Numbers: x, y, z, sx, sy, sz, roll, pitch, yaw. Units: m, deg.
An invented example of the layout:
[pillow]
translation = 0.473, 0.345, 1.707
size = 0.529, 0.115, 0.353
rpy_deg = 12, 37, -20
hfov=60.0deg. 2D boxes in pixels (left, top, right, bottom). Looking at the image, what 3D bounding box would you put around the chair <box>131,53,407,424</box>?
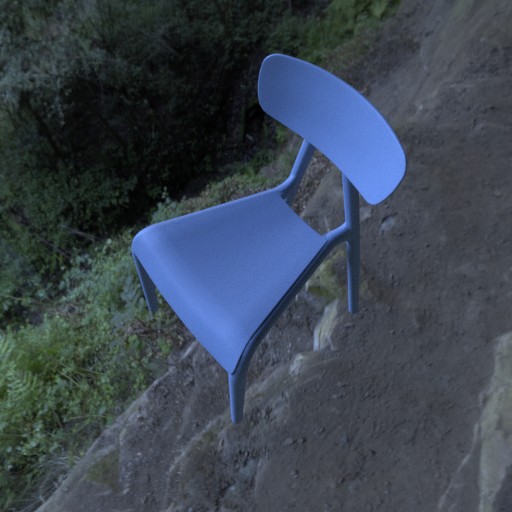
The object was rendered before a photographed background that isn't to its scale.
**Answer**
[chair]
translation = 0.000, 0.000, 0.832
size = 0.401, 0.580, 0.356
rpy_deg = -36, 67, -17
